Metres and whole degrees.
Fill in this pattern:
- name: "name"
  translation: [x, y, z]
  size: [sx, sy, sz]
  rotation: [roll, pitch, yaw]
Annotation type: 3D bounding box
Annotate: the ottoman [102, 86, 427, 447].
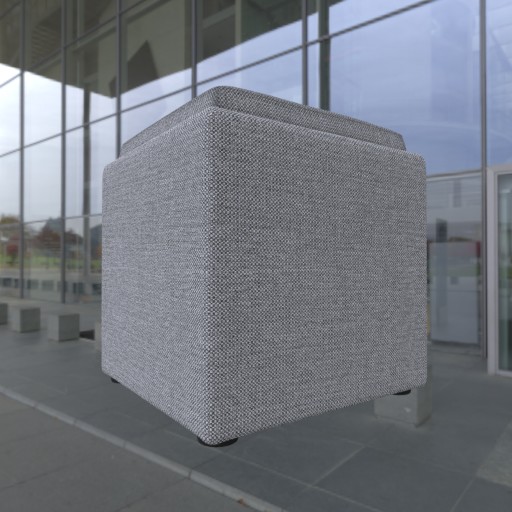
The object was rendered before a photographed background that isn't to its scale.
- name: "ottoman"
  translation: [0.000, 0.000, 0.840]
  size: [0.454, 0.487, 0.436]
  rotation: [0, -1, -36]
